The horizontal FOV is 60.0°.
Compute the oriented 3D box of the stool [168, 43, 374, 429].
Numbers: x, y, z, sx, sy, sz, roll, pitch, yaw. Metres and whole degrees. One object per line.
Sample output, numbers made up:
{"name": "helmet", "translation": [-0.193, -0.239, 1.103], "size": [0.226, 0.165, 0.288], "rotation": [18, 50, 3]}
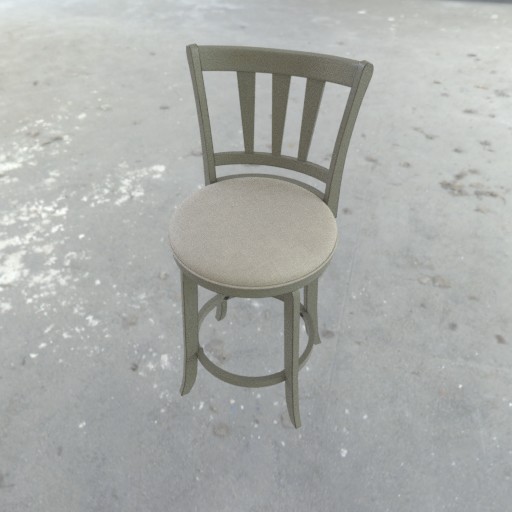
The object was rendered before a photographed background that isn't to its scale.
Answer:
{"name": "stool", "translation": [0.000, 0.000, 1.243], "size": [0.450, 0.994, 0.486], "rotation": [12, 43, 13]}
